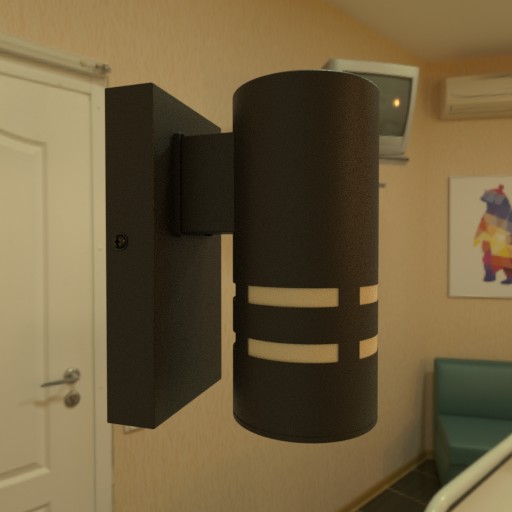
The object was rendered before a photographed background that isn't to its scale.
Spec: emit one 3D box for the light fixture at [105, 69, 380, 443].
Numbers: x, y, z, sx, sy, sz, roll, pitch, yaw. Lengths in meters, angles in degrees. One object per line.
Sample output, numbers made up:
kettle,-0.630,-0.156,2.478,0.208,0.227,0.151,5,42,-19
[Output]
light fixture,0.000,0.000,0.259,0.138,0.179,0.098,0,1,18
